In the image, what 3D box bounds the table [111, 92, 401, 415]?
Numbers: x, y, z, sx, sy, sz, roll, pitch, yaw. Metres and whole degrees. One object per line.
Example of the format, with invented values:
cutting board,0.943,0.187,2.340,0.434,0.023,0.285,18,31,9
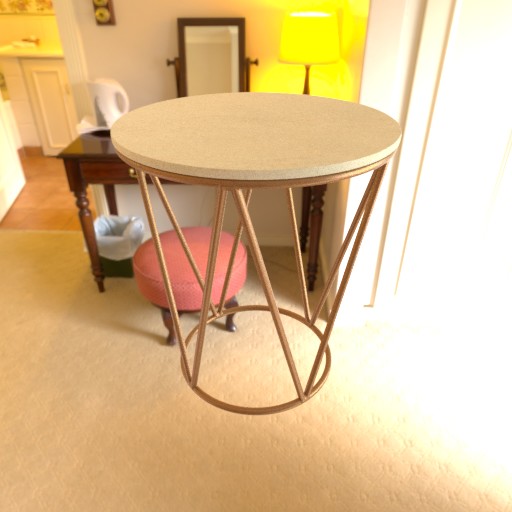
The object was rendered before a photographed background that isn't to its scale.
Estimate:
table,0.000,0.000,0.935,0.500,0.564,0.500,0,31,0
